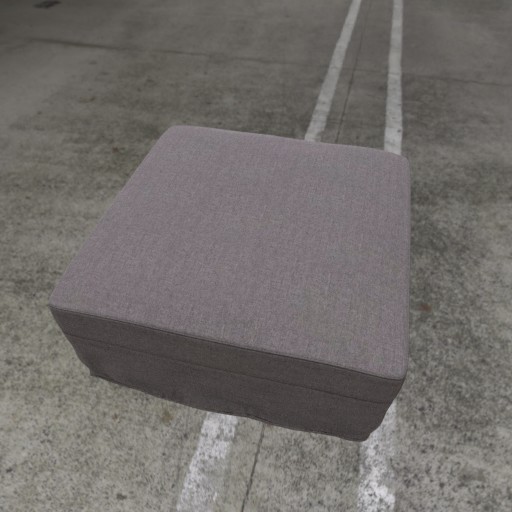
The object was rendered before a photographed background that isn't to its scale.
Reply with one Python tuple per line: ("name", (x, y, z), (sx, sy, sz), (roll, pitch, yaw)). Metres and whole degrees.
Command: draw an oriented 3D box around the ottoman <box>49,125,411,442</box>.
("ottoman", (0.000, 0.000, 1.347), (0.843, 0.436, 0.840), (10, 47, 9))
